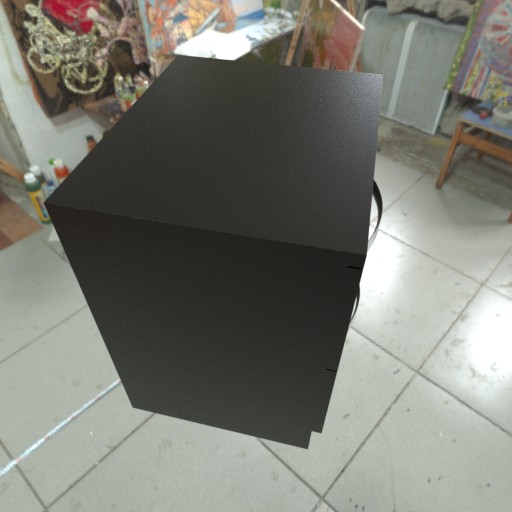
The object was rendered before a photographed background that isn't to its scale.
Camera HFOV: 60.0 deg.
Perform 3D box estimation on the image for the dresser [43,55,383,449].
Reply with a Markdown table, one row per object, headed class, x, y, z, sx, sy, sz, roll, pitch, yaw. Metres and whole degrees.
| class | x | y | z | sx | sy | sz | roll | pitch | yaw |
| --- | --- | --- | --- | --- | --- | --- | --- | --- | --- |
| dresser | 0.000 | 0.000 | 0.736 | 0.360 | 0.470 | 0.400 | 10 | 46 | 9 |
